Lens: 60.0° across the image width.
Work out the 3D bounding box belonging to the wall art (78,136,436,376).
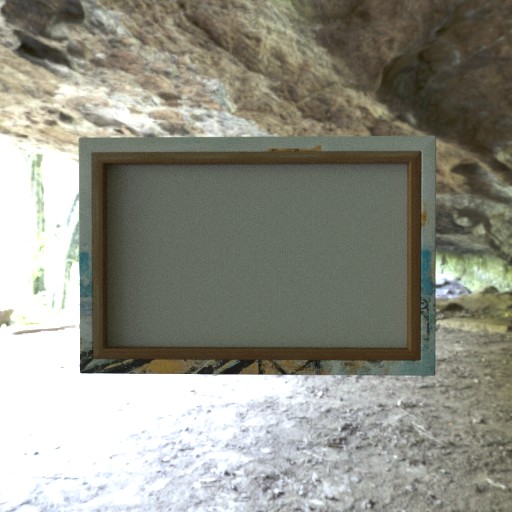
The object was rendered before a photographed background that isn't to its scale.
[{"bbox_3d":[0.000,0.000,1.149,0.913,0.609,0.038,0,1,1],"label":"wall art"}]
